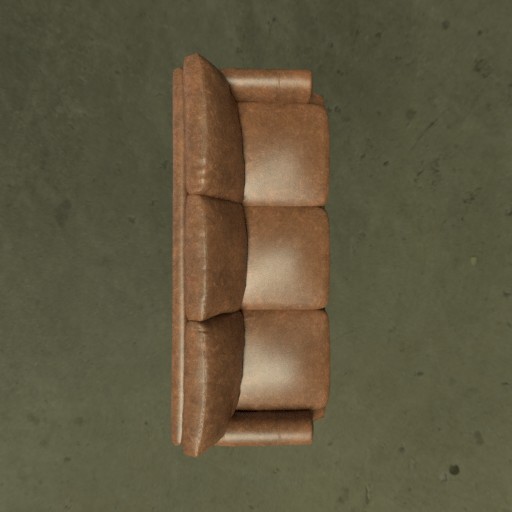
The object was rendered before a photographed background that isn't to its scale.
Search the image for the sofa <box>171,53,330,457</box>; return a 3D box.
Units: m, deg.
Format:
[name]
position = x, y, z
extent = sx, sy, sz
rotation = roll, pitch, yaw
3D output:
[sofa]
position = 0.000, 0.000, 2.854
extent = 0.973, 0.977, 2.351
rotation = 0, 89, 0
